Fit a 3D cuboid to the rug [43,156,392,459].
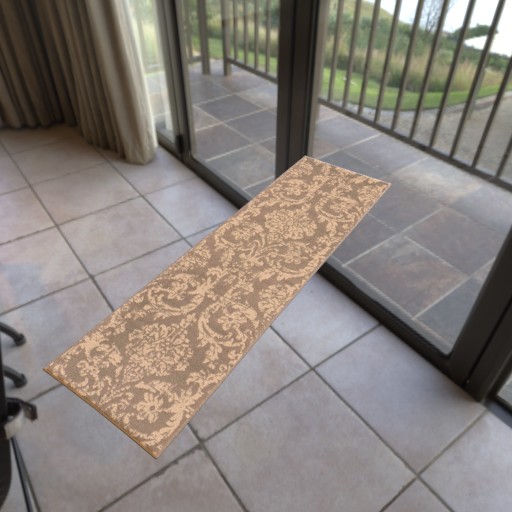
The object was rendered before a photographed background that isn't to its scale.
[{"bbox_3d":[0.000,0.000,2.393,0.662,0.011,2.196,25,47,25],"label":"rug"}]
